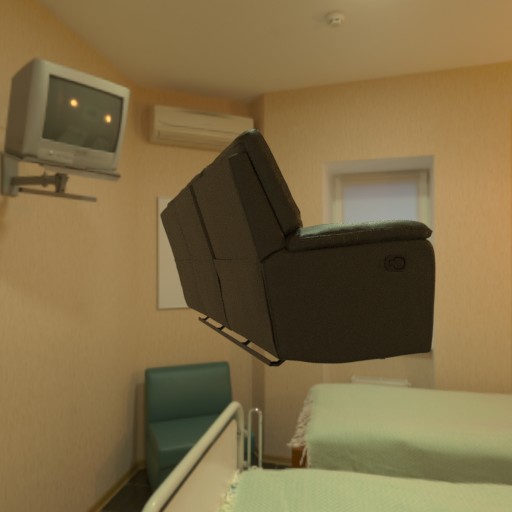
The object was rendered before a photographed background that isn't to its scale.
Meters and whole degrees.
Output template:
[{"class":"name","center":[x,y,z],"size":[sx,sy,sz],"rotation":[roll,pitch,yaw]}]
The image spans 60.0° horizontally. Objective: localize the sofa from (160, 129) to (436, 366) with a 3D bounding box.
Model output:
[{"class":"sofa","center":[0.000,0.000,3.200],"size":[1.104,1.134,2.627],"rotation":[0,-1,-18]}]
